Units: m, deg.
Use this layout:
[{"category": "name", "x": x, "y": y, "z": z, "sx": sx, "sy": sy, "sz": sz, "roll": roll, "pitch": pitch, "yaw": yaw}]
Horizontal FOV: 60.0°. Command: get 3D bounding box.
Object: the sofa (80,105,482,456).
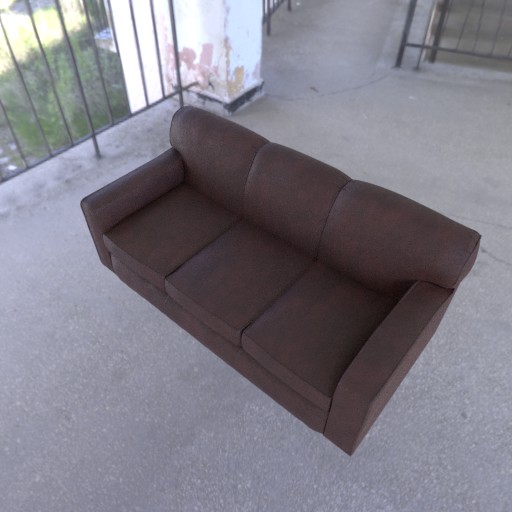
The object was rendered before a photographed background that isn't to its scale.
[{"category": "sofa", "x": 0.000, "y": 0.000, "z": 2.575, "sx": 2.039, "sy": 0.953, "sz": 1.008, "roll": 31, "pitch": 53, "yaw": 27}]
